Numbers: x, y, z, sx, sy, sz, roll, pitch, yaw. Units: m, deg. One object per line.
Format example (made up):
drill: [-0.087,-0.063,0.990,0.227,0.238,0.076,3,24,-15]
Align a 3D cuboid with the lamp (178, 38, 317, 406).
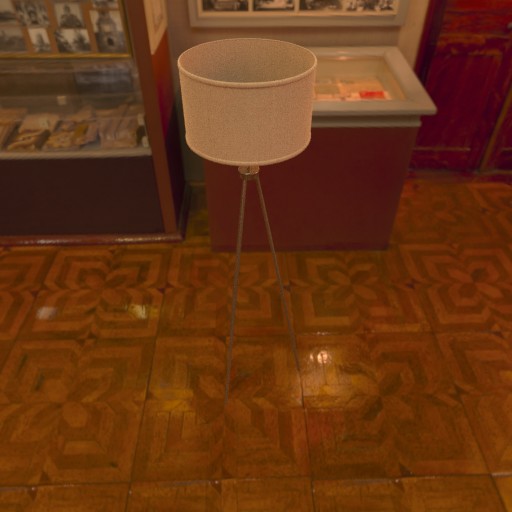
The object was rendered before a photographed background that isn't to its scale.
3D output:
lamp: [0.000,0.000,1.812,0.460,1.545,0.449,0,41,0]
